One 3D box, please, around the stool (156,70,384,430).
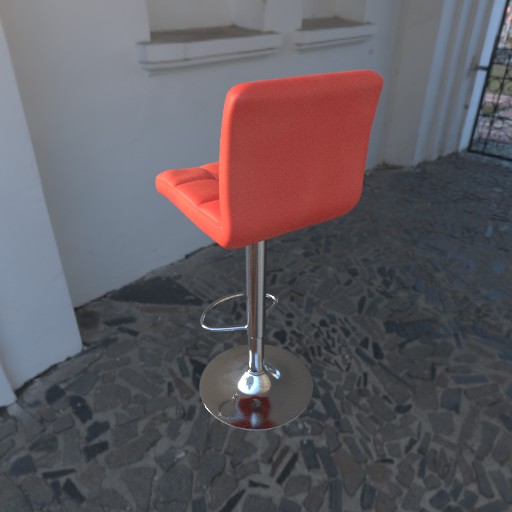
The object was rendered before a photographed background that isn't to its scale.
[{"bbox_3d":[0.000,0.000,1.388,0.430,1.115,0.505,-18,35,-28],"label":"stool"}]
